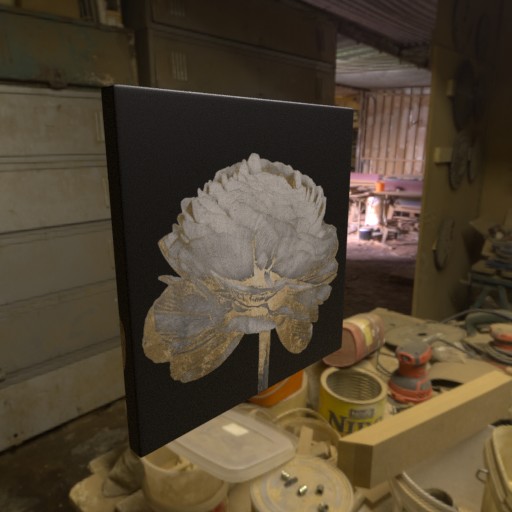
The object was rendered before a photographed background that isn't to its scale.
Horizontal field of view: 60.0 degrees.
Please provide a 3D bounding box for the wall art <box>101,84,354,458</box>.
[{"bbox_3d":[0.000,0.000,0.916,0.043,0.611,0.610,14,20,43],"label":"wall art"}]
